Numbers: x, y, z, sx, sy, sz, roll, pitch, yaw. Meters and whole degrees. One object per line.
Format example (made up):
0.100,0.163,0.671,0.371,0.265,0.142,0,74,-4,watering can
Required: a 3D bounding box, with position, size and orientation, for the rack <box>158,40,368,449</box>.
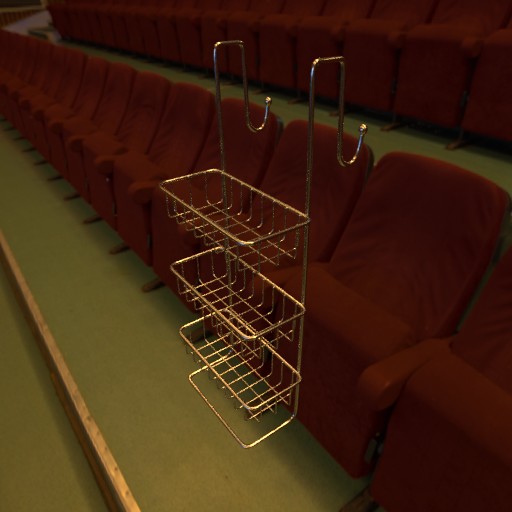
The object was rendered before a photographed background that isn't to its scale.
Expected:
0.000,0.000,0.675,0.202,0.574,0.228,-21,37,-31,rack
